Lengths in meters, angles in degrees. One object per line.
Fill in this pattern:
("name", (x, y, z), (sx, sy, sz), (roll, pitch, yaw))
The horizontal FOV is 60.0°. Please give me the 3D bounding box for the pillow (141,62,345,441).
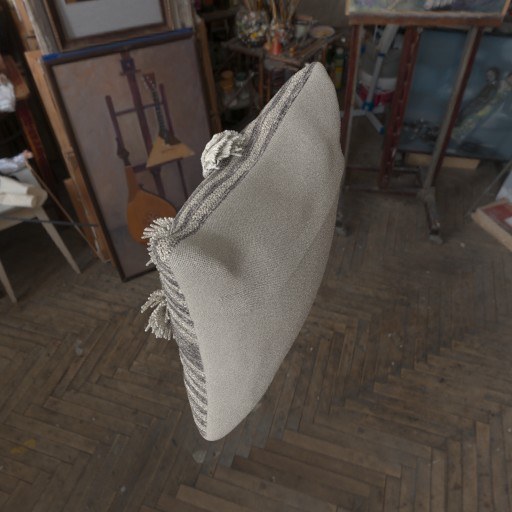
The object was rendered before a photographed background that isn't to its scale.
("pillow", (0.000, 0.000, 0.766), (0.234, 0.490, 0.484), (18, 50, 16))
